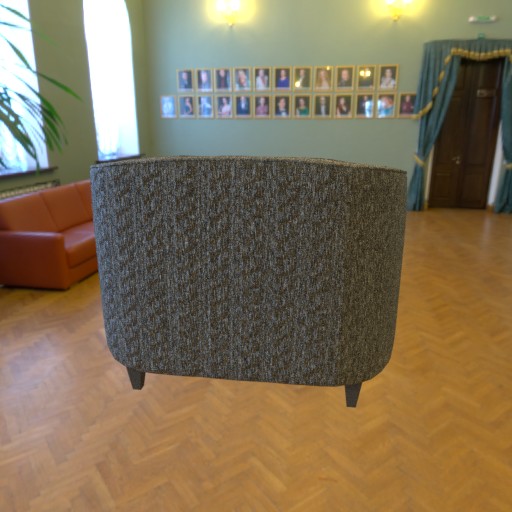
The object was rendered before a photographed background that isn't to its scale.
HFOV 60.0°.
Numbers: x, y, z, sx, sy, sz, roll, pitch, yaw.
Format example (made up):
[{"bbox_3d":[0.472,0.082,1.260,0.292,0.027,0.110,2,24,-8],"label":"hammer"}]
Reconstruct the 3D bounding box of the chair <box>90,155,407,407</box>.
[{"bbox_3d":[0.000,0.000,1.822,1.104,0.852,0.941,2,16,8],"label":"chair"}]
